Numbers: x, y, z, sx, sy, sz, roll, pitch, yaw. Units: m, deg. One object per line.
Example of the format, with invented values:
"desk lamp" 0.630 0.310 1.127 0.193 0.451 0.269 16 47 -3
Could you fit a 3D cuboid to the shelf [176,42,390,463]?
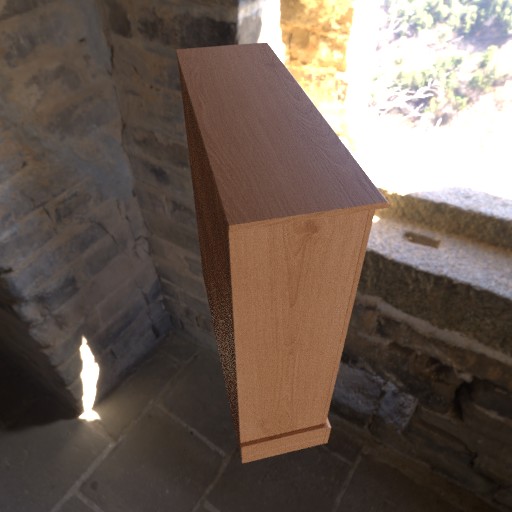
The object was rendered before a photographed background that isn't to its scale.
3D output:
"shelf" 0.000 0.000 1.384 0.291 0.980 0.840 -9 44 -10
